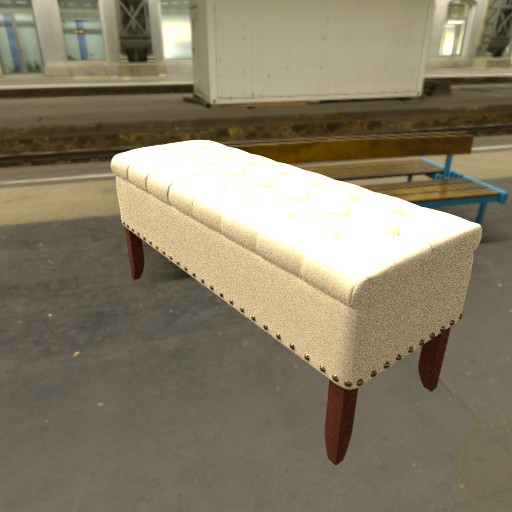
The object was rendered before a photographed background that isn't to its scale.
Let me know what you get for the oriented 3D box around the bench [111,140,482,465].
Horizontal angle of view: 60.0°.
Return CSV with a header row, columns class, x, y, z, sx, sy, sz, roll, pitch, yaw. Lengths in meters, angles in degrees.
class,x,y,z,sx,sy,sz,roll,pitch,yaw
bench,0.000,0.000,1.265,0.400,0.470,1.054,-19,32,-33
